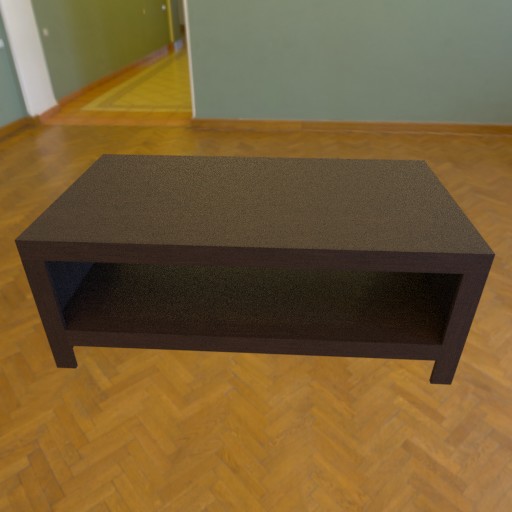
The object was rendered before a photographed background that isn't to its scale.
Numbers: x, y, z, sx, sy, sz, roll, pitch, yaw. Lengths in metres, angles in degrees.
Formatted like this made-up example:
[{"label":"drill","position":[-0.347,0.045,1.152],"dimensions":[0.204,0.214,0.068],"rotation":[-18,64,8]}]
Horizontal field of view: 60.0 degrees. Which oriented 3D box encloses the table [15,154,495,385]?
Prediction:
[{"label":"table","position":[0.000,0.000,1.376],"dimensions":[1.099,0.424,0.597],"rotation":[2,32,3]}]
